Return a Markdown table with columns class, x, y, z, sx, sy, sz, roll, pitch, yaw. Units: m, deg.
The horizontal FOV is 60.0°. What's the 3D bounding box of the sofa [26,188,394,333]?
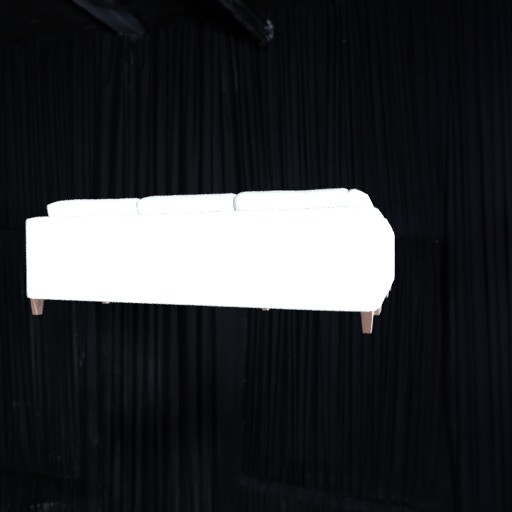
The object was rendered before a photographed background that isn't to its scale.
| class | x | y | z | sx | sy | sz | roll | pitch | yaw |
| --- | --- | --- | --- | --- | --- | --- | --- | --- | --- |
| sofa | 0.000 | 0.000 | 4.364 | 2.551 | 0.853 | 3.238 | 0 | 0 | 19 |
